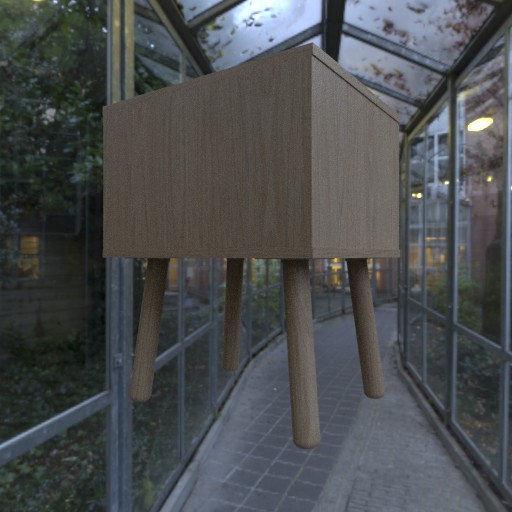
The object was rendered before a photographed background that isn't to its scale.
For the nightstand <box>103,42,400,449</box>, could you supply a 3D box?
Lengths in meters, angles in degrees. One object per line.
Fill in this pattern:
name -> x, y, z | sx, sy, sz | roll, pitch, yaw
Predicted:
nightstand -> 0.000, 0.000, 0.875 | 0.450, 0.571, 0.380 | 0, 0, 35
